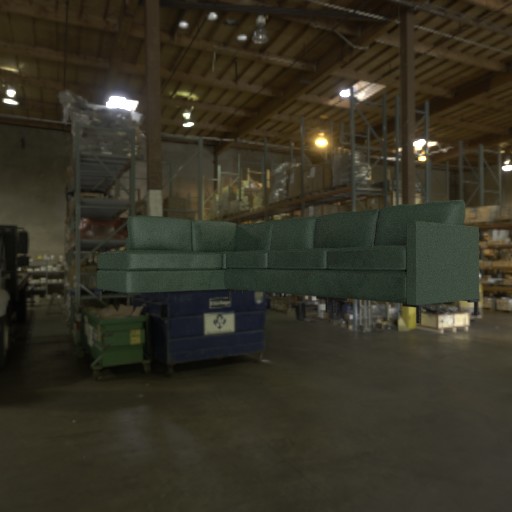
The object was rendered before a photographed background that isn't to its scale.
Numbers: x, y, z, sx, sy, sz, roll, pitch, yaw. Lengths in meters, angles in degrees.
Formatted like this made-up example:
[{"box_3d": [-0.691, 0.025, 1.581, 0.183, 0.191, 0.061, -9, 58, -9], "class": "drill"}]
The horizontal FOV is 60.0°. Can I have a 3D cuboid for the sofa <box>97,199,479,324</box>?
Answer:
[{"box_3d": [0.000, 0.000, 4.377, 2.048, 0.996, 3.384, 1, -1, -37], "class": "sofa"}]
